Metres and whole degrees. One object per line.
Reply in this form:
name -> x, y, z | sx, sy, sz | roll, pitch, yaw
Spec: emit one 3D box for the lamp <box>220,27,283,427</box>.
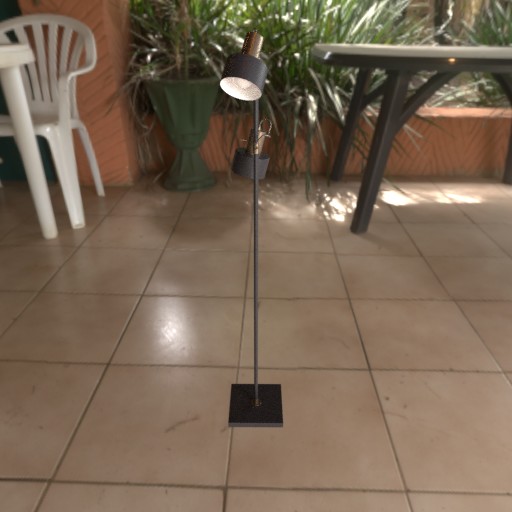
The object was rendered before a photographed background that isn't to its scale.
lamp -> 0.000, 0.000, 1.641 | 0.233, 1.505, 0.315 | 0, 27, 0
